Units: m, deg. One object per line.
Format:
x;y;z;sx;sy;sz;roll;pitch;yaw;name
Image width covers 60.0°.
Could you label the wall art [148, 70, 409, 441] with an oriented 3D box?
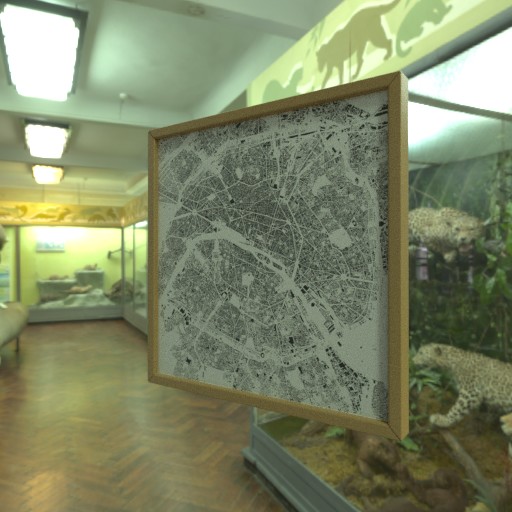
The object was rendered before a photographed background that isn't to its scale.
0.000;0.000;0.767;0.509;0.509;0.036;0;0;35;wall art
